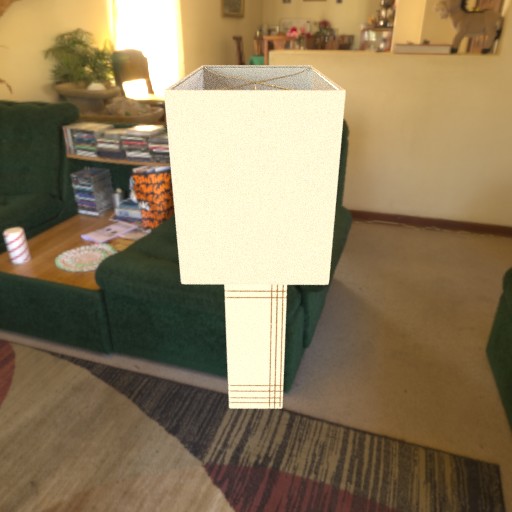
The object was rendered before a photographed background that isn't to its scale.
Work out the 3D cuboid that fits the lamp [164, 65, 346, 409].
[{"bbox_3d":[0.000,0.000,0.712,0.182,0.543,0.334,0,27,0],"label":"lamp"}]
